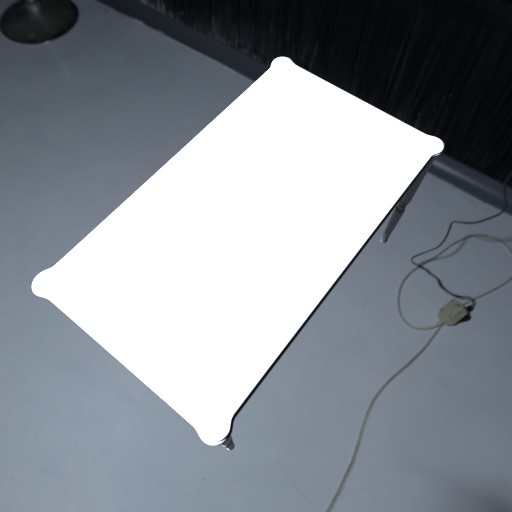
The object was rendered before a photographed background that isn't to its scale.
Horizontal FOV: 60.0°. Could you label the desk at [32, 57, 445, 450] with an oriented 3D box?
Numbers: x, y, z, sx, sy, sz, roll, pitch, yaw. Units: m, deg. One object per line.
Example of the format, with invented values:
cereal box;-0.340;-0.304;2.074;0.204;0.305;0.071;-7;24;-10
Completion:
desk;0.000;0.000;1.893;0.807;0.762;1.380;35;68;16
